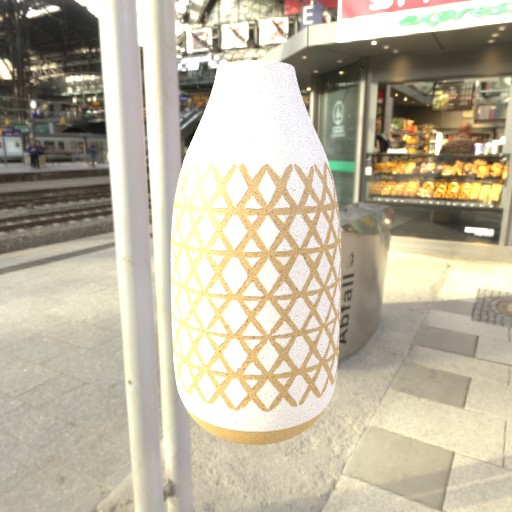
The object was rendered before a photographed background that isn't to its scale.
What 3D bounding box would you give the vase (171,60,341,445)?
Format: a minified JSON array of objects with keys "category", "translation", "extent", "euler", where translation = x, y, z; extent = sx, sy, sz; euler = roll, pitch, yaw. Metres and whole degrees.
[{"category":"vase","translation":[0.000,0.000,0.479],"extent":[0.186,0.380,0.186],"euler":[0,13,0]}]
